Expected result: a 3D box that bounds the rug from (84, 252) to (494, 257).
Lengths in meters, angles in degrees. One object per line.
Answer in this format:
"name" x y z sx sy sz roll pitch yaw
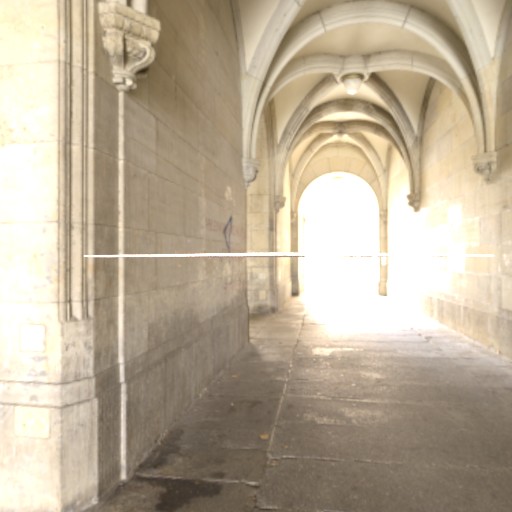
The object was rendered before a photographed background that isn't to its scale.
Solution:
"rug" 0.000 0.000 2.309 1.225 0.013 1.840 0 0 -37
